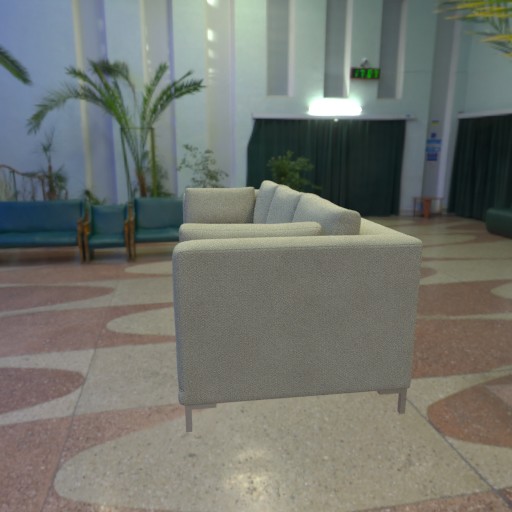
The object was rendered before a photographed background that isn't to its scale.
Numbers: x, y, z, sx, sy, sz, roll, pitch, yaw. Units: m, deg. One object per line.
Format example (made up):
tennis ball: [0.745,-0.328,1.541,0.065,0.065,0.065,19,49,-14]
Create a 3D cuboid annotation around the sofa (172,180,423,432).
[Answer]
sofa: [0.000,0.000,2.880,0.969,0.867,2.415,-2,13,-8]
